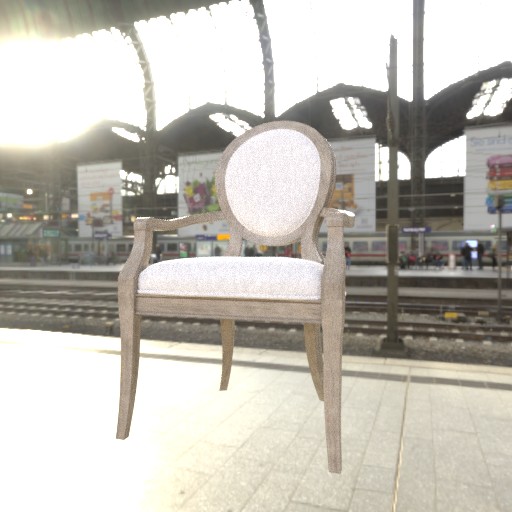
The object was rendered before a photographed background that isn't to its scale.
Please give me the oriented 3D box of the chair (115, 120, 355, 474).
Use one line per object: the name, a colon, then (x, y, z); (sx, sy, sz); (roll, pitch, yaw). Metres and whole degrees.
chair: (0.000, 0.000, 1.391); (0.611, 0.991, 0.602); (0, 1, 18)
